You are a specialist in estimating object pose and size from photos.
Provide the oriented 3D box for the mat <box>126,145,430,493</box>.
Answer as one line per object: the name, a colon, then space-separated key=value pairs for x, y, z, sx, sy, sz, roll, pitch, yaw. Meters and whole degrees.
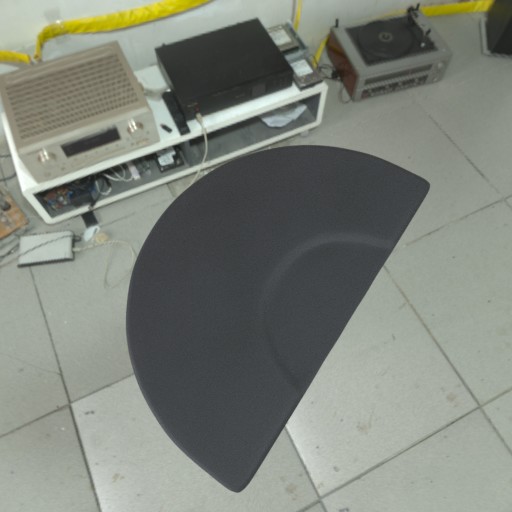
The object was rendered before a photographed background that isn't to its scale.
mat: x=0.000 y=0.000 z=1.845 sx=0.917 sy=0.016 sz=1.525 roll=31 pitch=68 yaw=15
